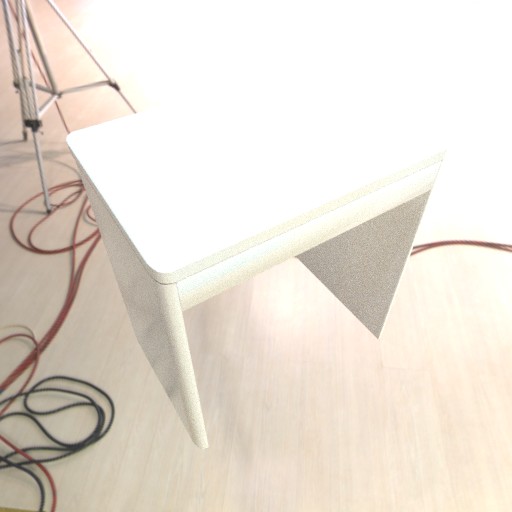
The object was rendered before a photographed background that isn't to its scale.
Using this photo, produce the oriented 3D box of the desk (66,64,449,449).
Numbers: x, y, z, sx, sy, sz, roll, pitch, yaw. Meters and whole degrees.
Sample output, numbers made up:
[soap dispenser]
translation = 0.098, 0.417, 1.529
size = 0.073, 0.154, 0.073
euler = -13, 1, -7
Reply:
[desk]
translation = 0.000, 0.000, 1.342
size = 0.762, 0.800, 0.549
euler = -25, 51, -22
